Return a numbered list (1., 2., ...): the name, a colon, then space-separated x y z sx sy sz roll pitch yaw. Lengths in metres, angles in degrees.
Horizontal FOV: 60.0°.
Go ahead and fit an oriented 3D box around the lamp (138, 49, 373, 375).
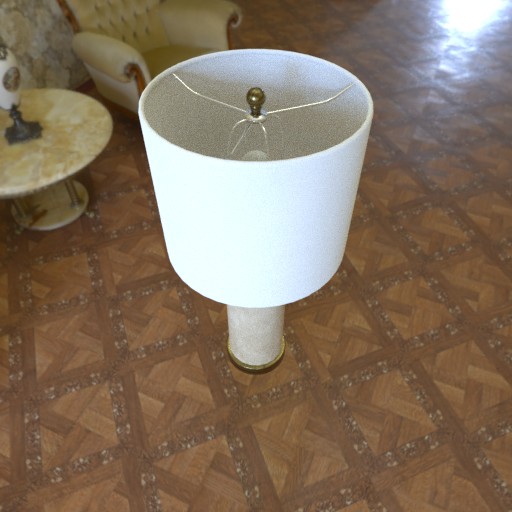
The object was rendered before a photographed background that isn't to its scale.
1. lamp: 0.000 0.000 0.805 0.305 0.634 0.305 -17 49 -15
